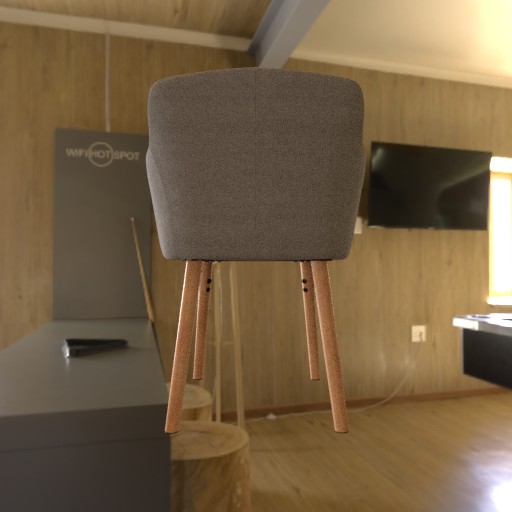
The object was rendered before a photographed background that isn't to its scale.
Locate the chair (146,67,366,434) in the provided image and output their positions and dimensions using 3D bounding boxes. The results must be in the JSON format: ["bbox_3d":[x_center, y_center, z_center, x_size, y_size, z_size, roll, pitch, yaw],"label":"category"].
[{"bbox_3d":[0.000,0.000,1.171,0.570,0.780,0.540,0,-1,0],"label":"chair"}]
